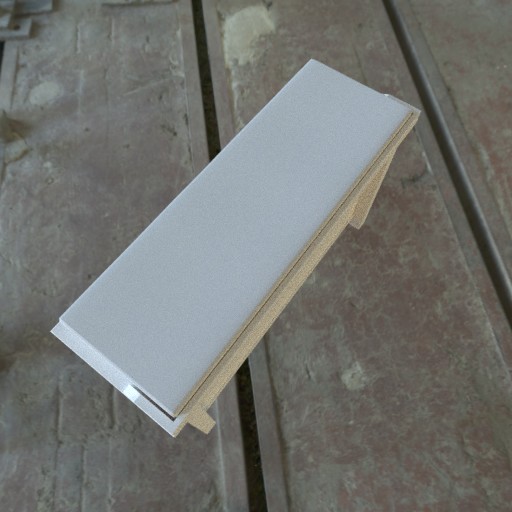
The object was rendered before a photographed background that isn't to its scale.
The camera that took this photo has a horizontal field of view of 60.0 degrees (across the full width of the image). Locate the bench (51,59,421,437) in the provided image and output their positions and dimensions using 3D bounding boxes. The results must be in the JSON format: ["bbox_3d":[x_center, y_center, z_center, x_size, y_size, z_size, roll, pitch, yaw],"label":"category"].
[{"bbox_3d":[0.000,0.000,1.282,0.346,0.589,0.987,34,69,15],"label":"bench"}]
